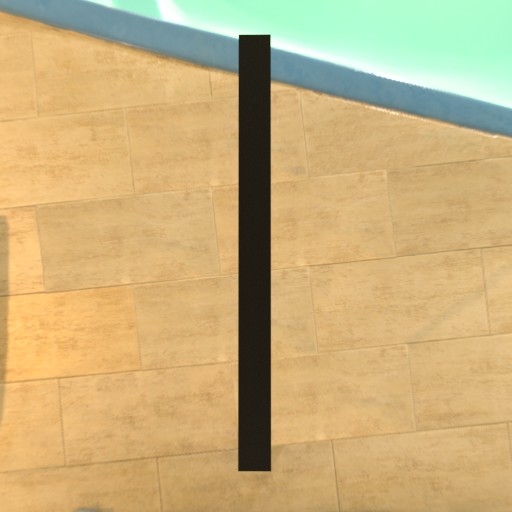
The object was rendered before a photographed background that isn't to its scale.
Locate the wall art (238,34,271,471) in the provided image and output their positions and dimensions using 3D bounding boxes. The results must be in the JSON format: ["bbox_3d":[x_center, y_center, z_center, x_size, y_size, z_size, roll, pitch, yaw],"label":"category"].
[{"bbox_3d":[0.000,0.000,0.766,0.038,0.506,0.506,0,88,0],"label":"wall art"}]
